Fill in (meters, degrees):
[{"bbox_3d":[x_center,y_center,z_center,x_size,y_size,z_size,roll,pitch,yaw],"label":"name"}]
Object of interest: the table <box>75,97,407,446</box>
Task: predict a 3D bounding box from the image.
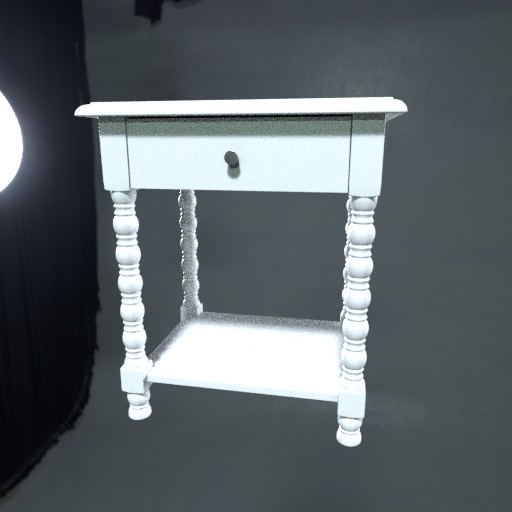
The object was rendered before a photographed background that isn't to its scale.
[{"bbox_3d":[0.000,0.000,0.840,0.460,0.531,0.381,3,15,11],"label":"table"}]
